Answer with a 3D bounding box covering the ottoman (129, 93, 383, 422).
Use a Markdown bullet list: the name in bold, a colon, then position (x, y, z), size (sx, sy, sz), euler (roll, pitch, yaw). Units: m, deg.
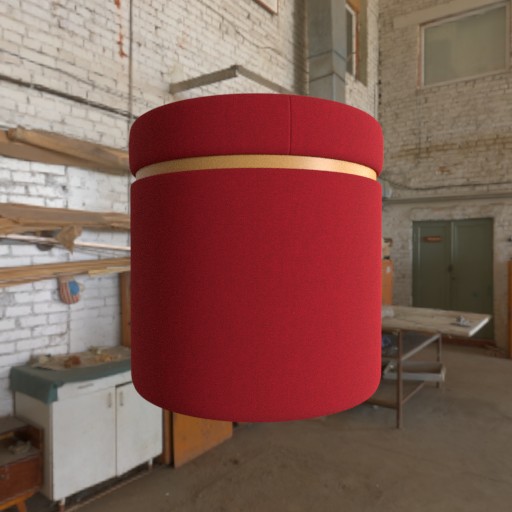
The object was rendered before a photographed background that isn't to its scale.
- **ottoman**: position (0.000, 0.000, 0.726), size (0.400, 0.406, 0.400), euler (0, 1, 0)
